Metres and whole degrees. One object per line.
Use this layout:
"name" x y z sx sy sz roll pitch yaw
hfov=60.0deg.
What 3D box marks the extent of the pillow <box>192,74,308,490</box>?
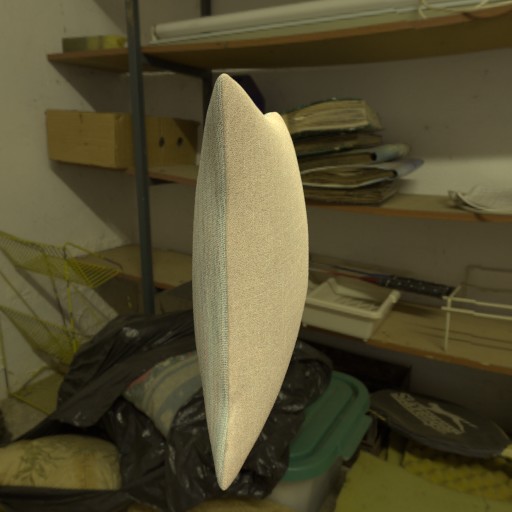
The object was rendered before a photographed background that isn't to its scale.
"pillow" 0.000 0.000 0.755 0.178 0.506 0.512 2 14 9
